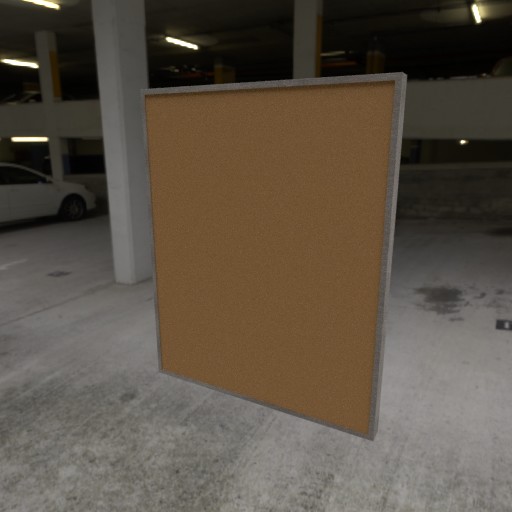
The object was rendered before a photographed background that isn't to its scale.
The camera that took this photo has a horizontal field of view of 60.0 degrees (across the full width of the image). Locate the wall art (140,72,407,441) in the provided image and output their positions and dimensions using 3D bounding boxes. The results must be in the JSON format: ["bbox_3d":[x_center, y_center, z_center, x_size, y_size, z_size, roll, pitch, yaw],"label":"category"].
[{"bbox_3d":[0.000,0.000,0.714,0.421,0.521,0.032,8,17,28],"label":"wall art"}]
